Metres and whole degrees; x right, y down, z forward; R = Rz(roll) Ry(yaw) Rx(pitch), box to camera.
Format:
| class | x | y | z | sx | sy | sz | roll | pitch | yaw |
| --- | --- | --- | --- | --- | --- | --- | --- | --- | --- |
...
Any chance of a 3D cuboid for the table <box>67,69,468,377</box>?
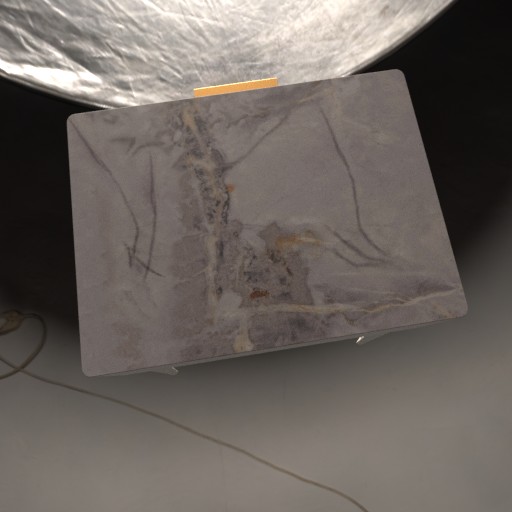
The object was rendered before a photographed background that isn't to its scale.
| class | x | y | z | sx | sy | sz | roll | pitch | yaw |
| --- | --- | --- | --- | --- | --- | --- | --- | --- | --- |
| table | 0.000 | 0.000 | 0.886 | 0.500 | 0.570 | 0.400 | -9 | 76 | -2 |
